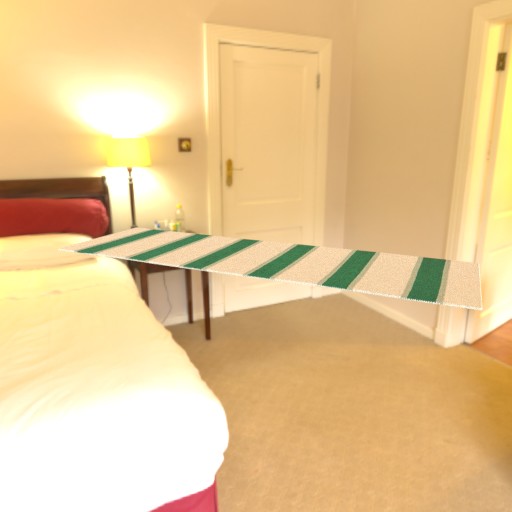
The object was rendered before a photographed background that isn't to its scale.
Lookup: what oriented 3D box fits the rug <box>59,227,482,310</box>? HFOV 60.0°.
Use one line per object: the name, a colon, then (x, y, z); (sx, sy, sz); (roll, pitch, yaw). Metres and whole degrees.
rug: (0.000, 0.000, 2.681); (2.438, 0.012, 0.768); (7, 16, 24)
